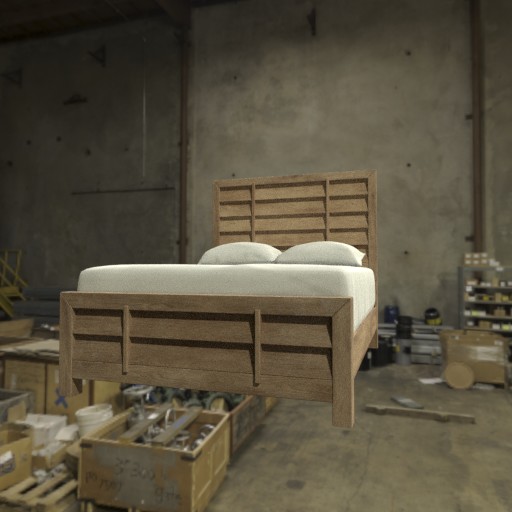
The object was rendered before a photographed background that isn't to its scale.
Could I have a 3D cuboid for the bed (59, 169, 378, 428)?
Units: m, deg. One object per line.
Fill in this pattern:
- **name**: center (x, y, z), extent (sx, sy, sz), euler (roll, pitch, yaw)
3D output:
- **bed**: center (0.000, 0.000, 3.296), extent (1.626, 1.626, 2.197), euler (-1, -2, 18)
